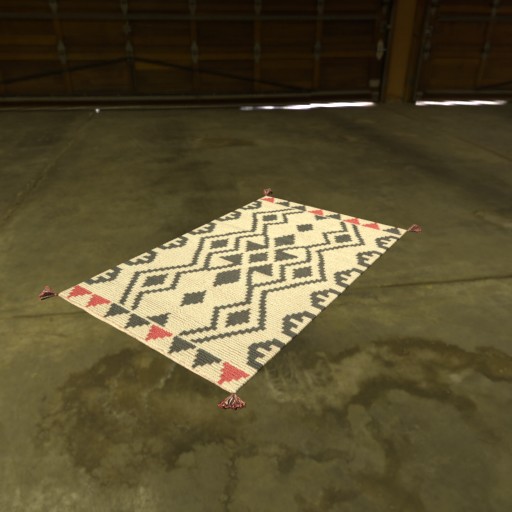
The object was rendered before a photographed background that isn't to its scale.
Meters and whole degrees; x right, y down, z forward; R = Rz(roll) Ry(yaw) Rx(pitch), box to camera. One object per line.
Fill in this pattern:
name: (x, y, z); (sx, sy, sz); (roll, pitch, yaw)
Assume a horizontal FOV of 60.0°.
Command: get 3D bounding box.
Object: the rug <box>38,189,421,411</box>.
rug: (0.000, 0.000, 3.433); (1.741, 0.066, 2.672); (19, 33, 32)
